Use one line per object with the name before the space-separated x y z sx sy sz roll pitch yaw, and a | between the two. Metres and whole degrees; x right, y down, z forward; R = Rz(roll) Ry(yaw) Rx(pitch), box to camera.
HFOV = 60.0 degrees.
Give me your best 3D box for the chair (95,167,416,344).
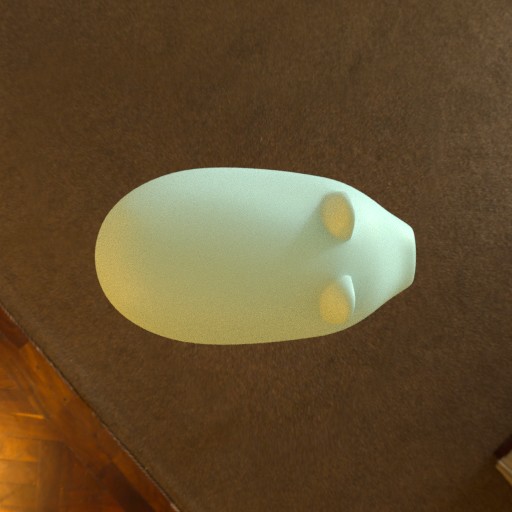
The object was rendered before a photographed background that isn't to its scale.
chair | 0.000 0.000 0.867 0.619 0.423 0.364 0 91 0
